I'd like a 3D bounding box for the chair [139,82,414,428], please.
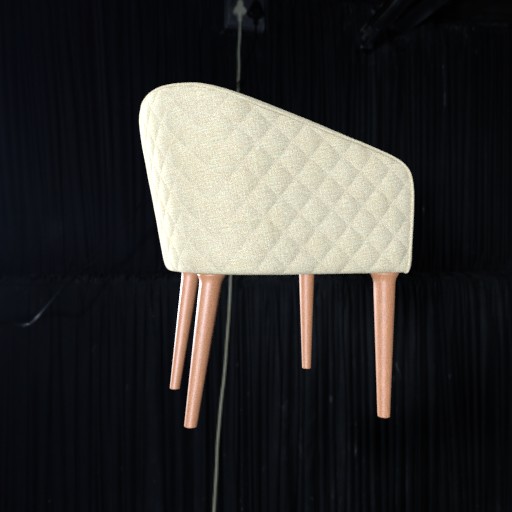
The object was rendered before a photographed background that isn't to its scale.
[{"bbox_3d":[0.000,0.000,1.214,0.616,0.775,0.584,0,1,-17],"label":"chair"}]
